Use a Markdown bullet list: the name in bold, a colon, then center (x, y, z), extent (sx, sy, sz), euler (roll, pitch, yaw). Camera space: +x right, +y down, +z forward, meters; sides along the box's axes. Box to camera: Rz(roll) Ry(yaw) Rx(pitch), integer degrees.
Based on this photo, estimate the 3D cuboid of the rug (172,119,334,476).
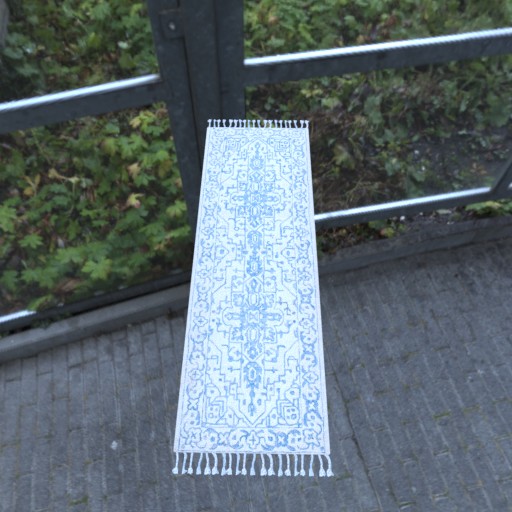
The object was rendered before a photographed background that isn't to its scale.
- **rug**: center (0.000, 0.000, 2.741), extent (0.774, 0.011, 2.449), euler (1, 58, 0)
